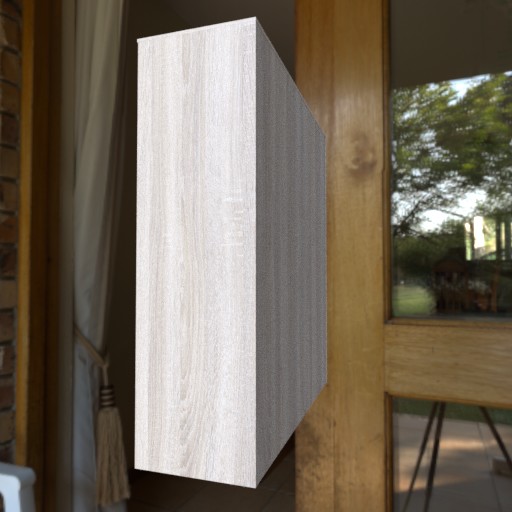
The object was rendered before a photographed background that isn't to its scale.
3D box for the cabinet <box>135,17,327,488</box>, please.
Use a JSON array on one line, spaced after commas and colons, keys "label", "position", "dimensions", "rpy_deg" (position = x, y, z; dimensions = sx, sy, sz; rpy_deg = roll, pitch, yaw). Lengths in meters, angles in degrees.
[{"label": "cabinet", "position": [0.000, 0.000, 2.915], "dimensions": [0.620, 2.060, 1.870], "rpy_deg": [-1, -2, 18]}]
